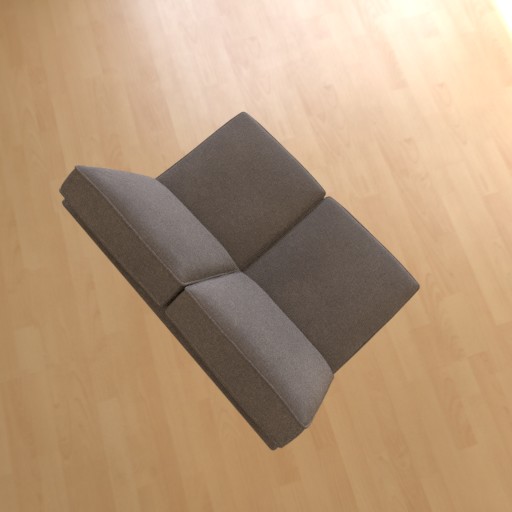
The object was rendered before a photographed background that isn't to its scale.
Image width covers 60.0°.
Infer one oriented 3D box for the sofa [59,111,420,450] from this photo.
[{"bbox_3d":[0.000,0.000,2.007,0.951,1.008,1.237,-41,79,-10],"label":"sofa"}]
